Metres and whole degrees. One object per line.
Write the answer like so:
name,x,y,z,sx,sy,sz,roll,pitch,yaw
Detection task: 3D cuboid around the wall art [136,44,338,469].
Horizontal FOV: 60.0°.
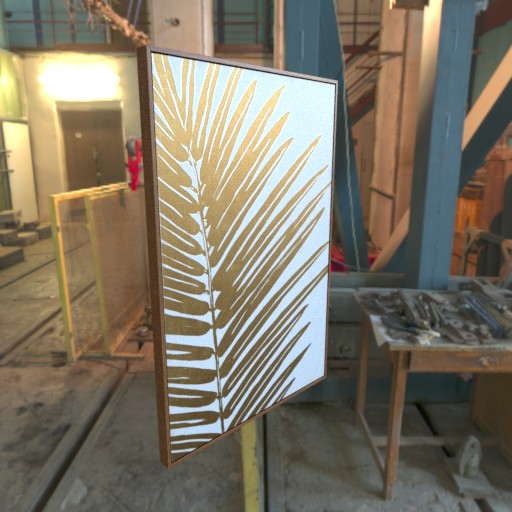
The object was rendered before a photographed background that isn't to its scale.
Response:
wall art,0.000,0.000,1.149,0.610,0.914,0.037,-13,18,-43
